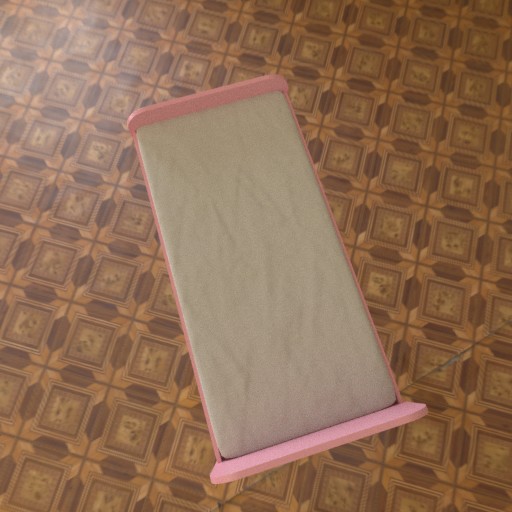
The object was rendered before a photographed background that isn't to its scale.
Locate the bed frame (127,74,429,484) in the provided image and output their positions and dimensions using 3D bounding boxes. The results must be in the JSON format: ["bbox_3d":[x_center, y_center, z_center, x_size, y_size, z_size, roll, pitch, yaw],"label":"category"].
[{"bbox_3d":[0.000,0.000,2.454,0.998,0.805,1.963,-16,75,-5],"label":"bed frame"}]
